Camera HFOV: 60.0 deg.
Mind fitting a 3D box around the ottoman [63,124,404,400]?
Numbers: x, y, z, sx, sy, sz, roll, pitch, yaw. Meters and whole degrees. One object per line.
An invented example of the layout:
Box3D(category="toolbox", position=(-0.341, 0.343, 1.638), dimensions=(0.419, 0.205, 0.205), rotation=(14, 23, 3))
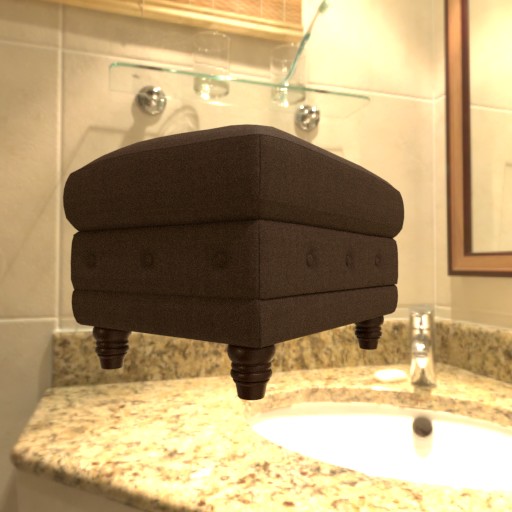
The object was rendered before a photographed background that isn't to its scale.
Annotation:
Box3D(category="ottoman", position=(0.000, 0.000, 1.227), dimensions=(0.599, 0.555, 0.809), rotation=(-1, -1, 35))
